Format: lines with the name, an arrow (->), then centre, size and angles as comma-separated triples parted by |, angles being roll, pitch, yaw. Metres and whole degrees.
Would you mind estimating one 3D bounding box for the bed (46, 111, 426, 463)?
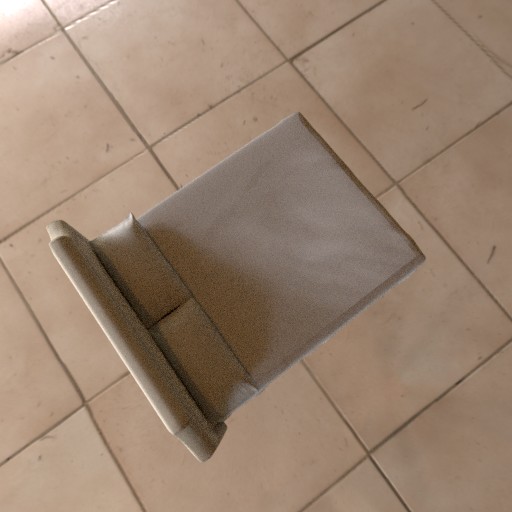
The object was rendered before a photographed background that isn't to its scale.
bed -> 0.000, 0.000, 3.331 | 2.164, 1.297, 1.828 | -36, 78, -9
